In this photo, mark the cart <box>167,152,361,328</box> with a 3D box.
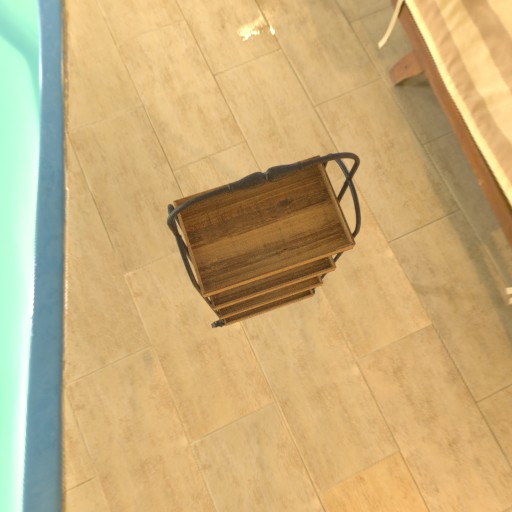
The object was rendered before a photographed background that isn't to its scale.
[{"bbox_3d":[0.000,0.000,1.712,0.581,1.481,0.308,-18,77,-4],"label":"cart"}]
